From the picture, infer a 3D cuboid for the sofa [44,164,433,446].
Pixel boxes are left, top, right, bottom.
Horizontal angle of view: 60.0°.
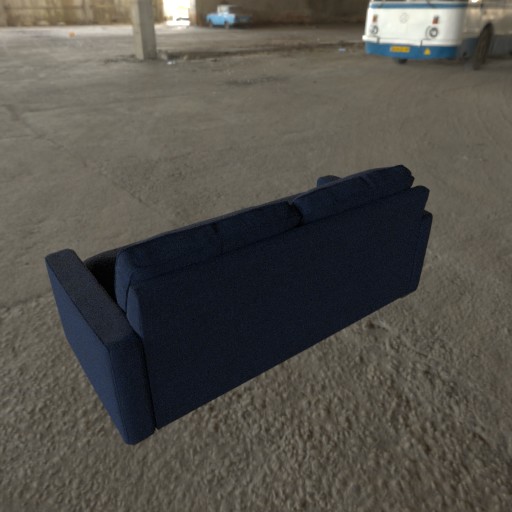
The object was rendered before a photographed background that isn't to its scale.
[{"bbox_3d":[0.000,0.000,2.551,2.080,0.919,0.940,-20,36,-31],"label":"sofa"}]
